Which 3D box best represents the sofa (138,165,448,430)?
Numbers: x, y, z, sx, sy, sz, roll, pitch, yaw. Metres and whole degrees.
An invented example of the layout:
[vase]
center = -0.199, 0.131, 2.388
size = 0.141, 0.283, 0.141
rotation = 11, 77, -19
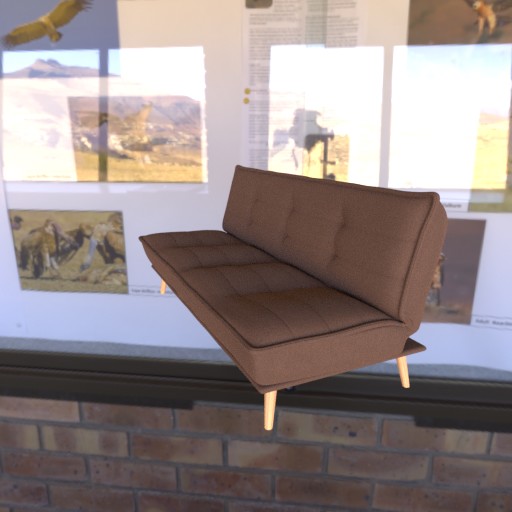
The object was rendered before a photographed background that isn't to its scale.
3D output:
[sofa]
center = 0.000, 0.000, 2.482
size = 0.950, 0.890, 1.940
rotation = -7, 17, -24
